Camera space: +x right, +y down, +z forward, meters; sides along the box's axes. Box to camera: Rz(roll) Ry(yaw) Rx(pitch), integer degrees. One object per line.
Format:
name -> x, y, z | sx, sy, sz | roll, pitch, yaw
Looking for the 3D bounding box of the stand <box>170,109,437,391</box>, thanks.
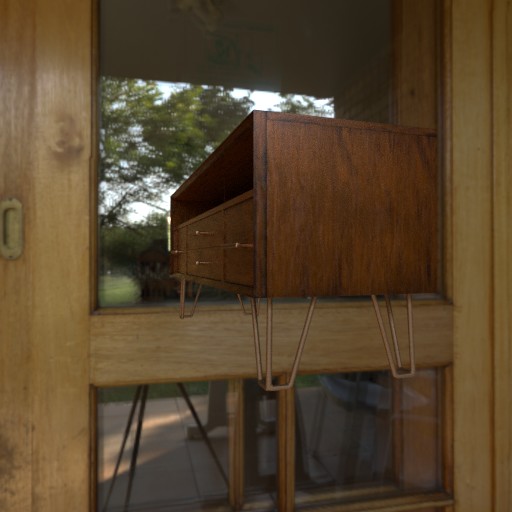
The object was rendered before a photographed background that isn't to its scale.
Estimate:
stand -> 0.000, 0.000, 1.656 | 0.481, 0.610, 1.372 | 0, 0, -18
